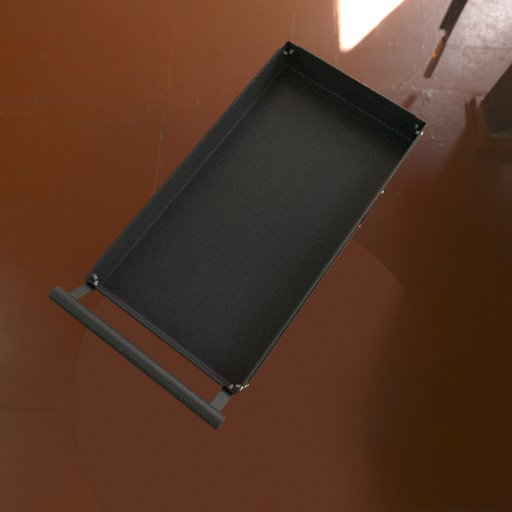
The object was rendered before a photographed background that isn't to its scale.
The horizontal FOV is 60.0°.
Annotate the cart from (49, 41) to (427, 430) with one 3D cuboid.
[{"bbox_3d":[0.000,0.000,1.183,0.366,0.780,0.719,35,77,9],"label":"cart"}]
